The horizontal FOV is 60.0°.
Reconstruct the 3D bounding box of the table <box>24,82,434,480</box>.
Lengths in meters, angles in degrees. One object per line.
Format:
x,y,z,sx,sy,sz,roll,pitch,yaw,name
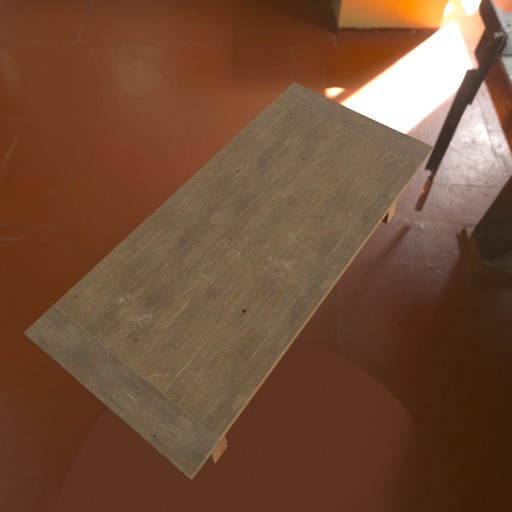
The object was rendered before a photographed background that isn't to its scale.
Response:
0.000,0.000,2.099,0.820,0.465,1.800,32,64,18,table
